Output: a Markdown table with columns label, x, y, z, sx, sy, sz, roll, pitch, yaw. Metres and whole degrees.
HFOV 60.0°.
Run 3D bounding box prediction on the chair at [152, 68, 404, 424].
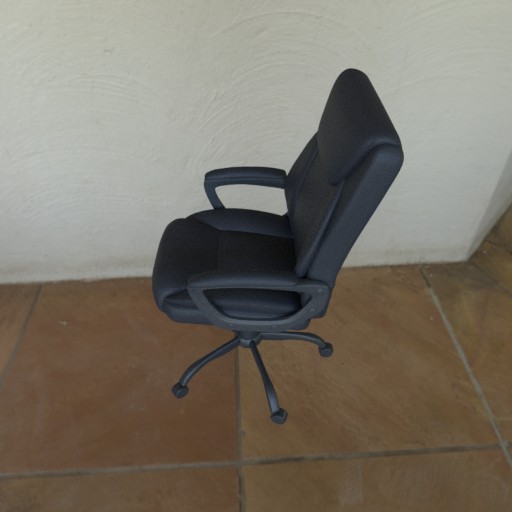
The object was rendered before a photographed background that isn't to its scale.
| label | x | y | z | sx | sy | sz | roll | pitch | yaw |
| --- | --- | --- | --- | --- | --- | --- | --- | --- | --- |
| chair | 0.000 | 0.000 | 1.445 | 0.655 | 1.072 | 0.615 | 0 | 42 | 0 |
